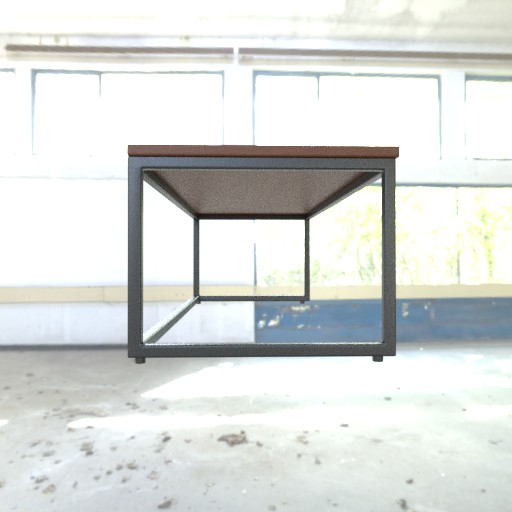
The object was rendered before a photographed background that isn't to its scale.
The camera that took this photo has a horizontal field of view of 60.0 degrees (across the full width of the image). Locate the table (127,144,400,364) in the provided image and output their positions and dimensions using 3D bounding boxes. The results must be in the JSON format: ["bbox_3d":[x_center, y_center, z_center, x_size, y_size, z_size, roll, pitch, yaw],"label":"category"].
[{"bbox_3d":[0.000,0.000,1.357,0.500,0.400,1.100,0,0,-2],"label":"table"}]
